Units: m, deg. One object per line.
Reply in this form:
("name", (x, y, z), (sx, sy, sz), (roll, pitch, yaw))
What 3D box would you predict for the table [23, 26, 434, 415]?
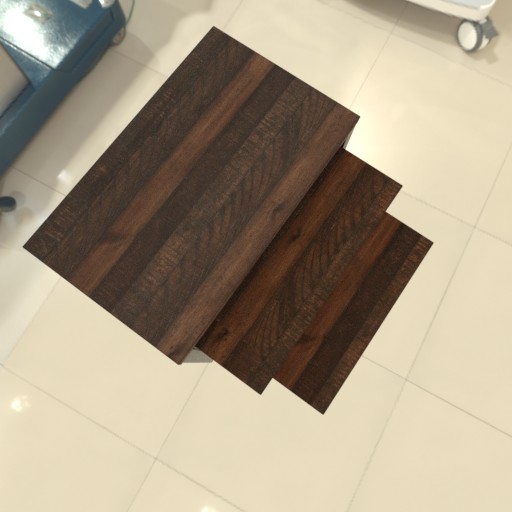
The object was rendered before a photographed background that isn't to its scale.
("table", (0.000, 0.000, 1.155), (0.660, 0.616, 0.608), (35, 79, 8))
